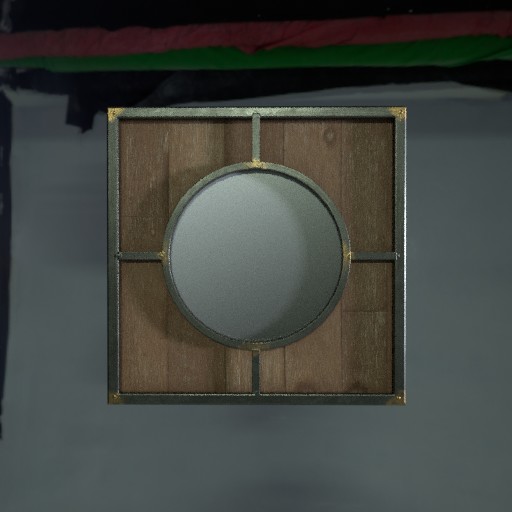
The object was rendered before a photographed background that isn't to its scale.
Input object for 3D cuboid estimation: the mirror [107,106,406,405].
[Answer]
[{"bbox_3d":[0.000,0.000,0.574,0.382,0.381,0.020,0,0,1],"label":"mirror"}]
